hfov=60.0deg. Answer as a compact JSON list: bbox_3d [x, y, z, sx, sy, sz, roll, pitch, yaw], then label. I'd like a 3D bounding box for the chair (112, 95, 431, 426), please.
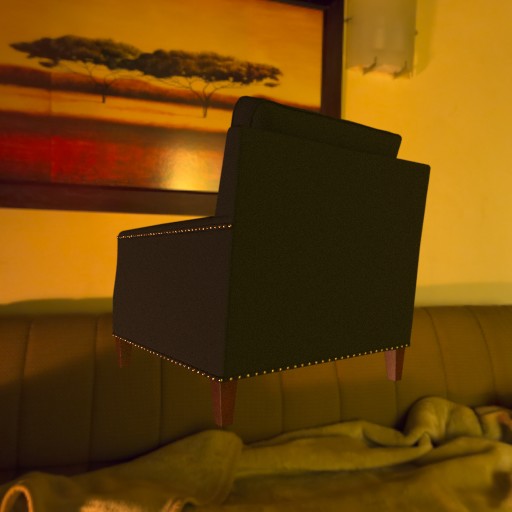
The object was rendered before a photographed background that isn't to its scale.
[{"bbox_3d":[0.000,0.000,1.770,0.853,0.943,1.014,0,0,-36],"label":"chair"}]
